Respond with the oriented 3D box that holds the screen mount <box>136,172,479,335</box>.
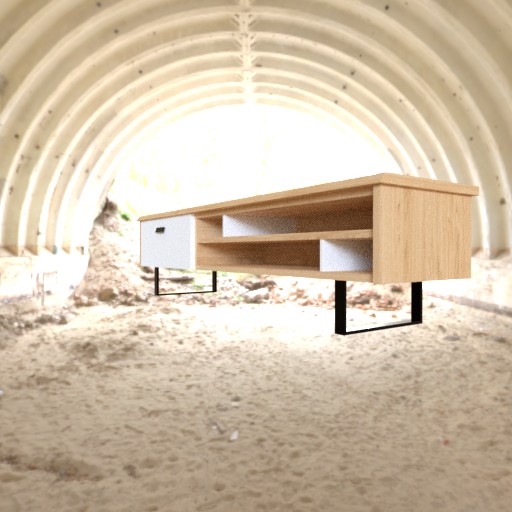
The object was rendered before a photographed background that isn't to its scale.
[{"bbox_3d":[0.000,0.000,1.902,0.450,0.430,1.700,0,1,-35],"label":"screen mount"}]
